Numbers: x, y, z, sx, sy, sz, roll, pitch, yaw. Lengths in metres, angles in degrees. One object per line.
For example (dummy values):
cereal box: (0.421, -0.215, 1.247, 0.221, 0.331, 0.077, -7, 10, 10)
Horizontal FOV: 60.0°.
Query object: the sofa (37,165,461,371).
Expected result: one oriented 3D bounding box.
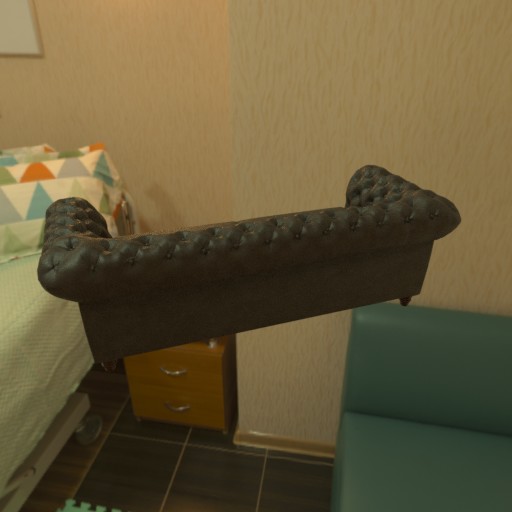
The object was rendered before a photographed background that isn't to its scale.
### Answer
sofa: (0.000, 0.000, 2.785, 2.385, 0.783, 0.944, -9, 29, -17)
